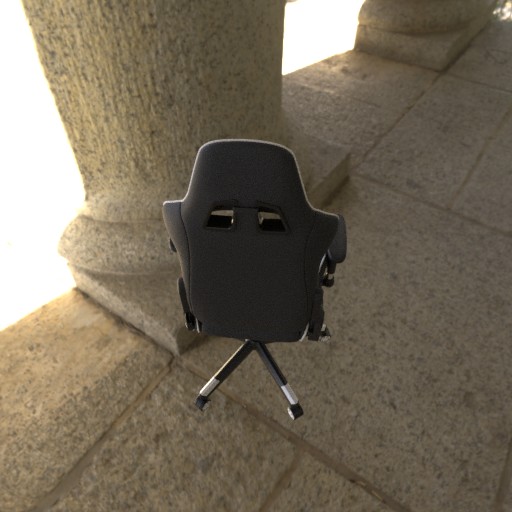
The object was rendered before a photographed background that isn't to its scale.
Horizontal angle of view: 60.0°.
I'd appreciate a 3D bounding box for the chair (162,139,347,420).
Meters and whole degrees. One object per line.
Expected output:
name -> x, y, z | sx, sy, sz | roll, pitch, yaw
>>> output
chair -> 0.000, 0.000, 1.642 | 0.700, 1.240, 0.700 | 4, 47, 4
